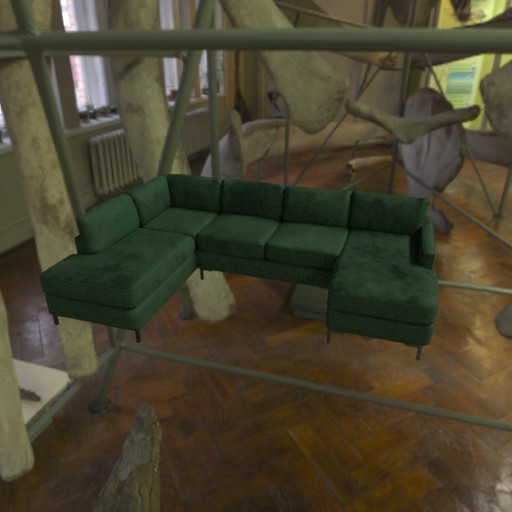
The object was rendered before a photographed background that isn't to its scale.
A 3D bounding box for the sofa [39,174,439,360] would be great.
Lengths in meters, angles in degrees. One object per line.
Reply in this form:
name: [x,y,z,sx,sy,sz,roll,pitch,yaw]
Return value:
sofa: [0.000,0.000,3.910,2.994,0.861,1.992,8,27,16]
